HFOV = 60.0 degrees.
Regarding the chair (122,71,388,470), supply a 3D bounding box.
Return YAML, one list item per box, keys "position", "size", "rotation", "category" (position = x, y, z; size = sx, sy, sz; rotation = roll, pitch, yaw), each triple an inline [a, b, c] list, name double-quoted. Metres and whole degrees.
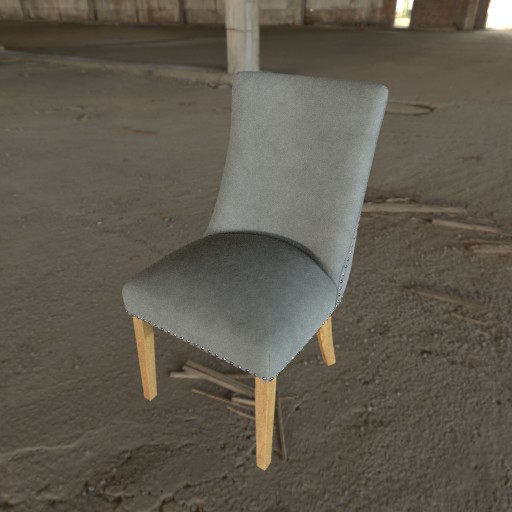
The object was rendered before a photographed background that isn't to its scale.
- position: [0.000, 0.000, 1.267]
  size: [0.495, 0.902, 0.610]
  rotation: [19, 35, 29]
  category: "chair"
